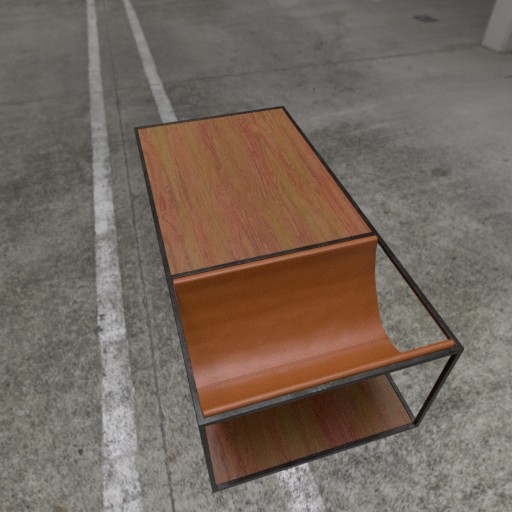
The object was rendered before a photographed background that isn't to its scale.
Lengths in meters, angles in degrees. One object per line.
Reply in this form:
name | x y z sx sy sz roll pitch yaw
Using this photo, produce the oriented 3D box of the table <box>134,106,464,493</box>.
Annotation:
table | 0.000 0.000 1.461 0.597 0.403 1.199 -12 46 -12
